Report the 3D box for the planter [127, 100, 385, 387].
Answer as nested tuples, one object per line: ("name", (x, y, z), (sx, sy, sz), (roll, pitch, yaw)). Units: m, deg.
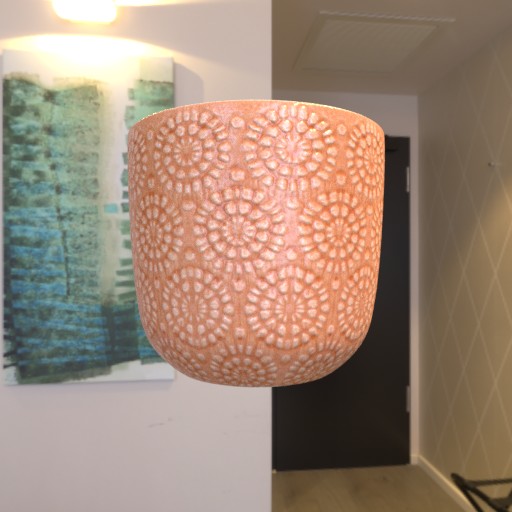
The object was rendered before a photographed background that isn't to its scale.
("planter", (0.000, 0.000, 0.372), (0.208, 0.190, 0.208), (0, 0, 0))
